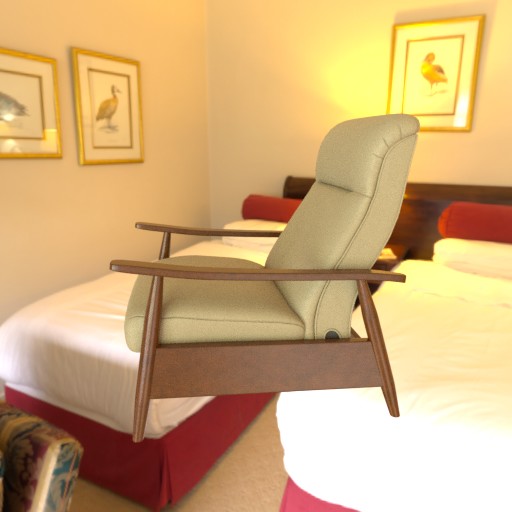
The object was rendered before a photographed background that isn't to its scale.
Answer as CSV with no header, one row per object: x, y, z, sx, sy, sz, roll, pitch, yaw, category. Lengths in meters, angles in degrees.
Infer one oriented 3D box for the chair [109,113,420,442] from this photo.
0.000,0.000,1.789,1.014,1.082,0.762,-2,14,-8,chair
